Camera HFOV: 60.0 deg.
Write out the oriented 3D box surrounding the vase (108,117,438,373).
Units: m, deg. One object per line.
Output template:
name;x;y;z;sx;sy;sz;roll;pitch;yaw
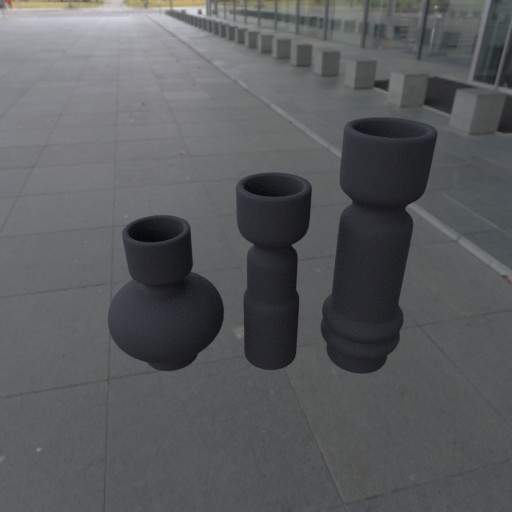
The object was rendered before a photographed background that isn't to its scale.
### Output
vase;0.000;0.000;0.431;0.307;0.249;0.120;0;30;0
